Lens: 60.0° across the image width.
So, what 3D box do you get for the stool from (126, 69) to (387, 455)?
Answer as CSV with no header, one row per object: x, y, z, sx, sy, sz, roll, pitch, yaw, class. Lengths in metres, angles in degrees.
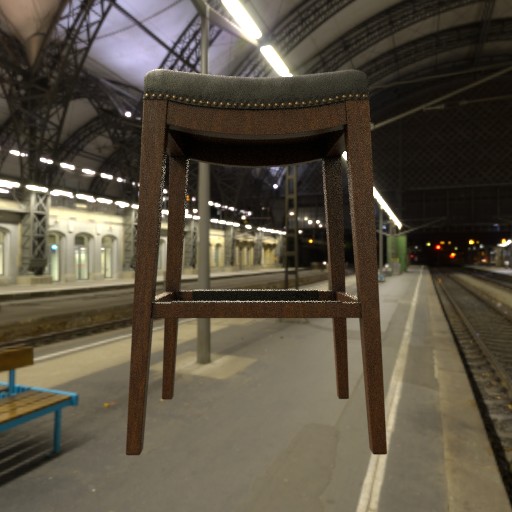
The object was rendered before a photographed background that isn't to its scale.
0.000,0.000,1.030,0.500,0.765,0.361,0,0,0,stool
